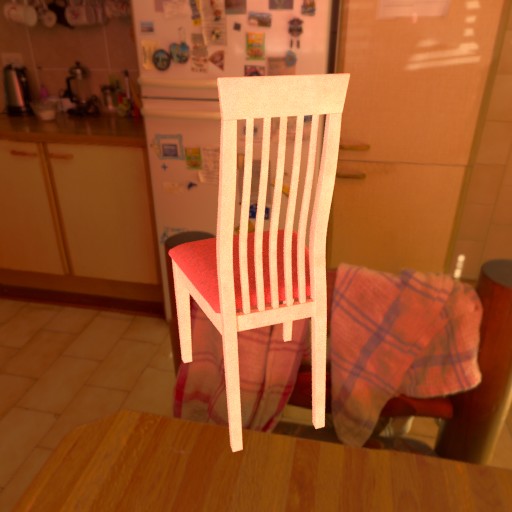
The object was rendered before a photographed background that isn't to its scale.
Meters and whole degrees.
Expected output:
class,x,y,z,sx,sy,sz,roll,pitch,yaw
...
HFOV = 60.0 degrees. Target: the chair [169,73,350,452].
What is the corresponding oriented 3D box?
class,x,y,z,sx,sy,sz,roll,pitch,yaw
chair,0.000,0.000,1.310,0.460,1.027,0.474,-9,29,-16
